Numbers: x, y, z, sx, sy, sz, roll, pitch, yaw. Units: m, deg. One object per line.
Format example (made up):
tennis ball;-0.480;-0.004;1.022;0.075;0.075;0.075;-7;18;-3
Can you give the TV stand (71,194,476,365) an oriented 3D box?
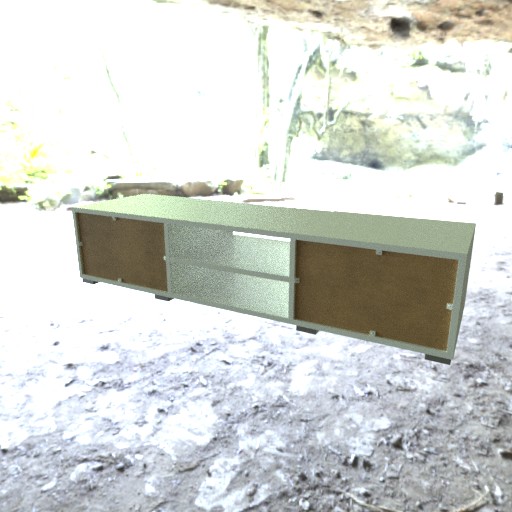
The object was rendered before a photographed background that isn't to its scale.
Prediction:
TV stand;0.000;0.000;1.623;1.400;0.310;0.420;9;18;27
